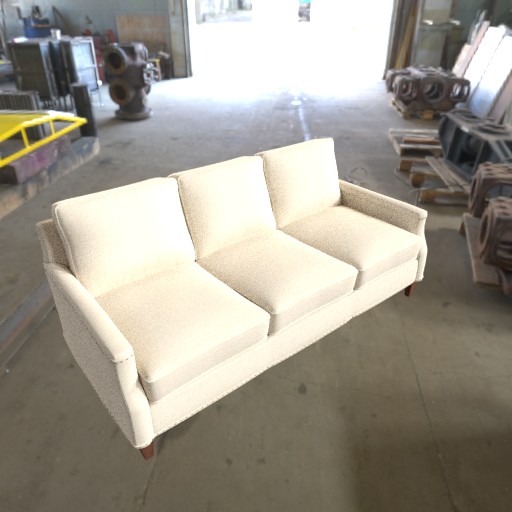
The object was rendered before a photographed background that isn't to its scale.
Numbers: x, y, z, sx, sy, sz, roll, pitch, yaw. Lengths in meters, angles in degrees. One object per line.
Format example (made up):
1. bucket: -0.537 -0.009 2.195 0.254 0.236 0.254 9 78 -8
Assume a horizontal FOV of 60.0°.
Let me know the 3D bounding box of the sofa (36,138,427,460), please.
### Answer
1. sofa: 0.000 0.000 2.747 2.246 1.003 1.084 -22 37 -33
